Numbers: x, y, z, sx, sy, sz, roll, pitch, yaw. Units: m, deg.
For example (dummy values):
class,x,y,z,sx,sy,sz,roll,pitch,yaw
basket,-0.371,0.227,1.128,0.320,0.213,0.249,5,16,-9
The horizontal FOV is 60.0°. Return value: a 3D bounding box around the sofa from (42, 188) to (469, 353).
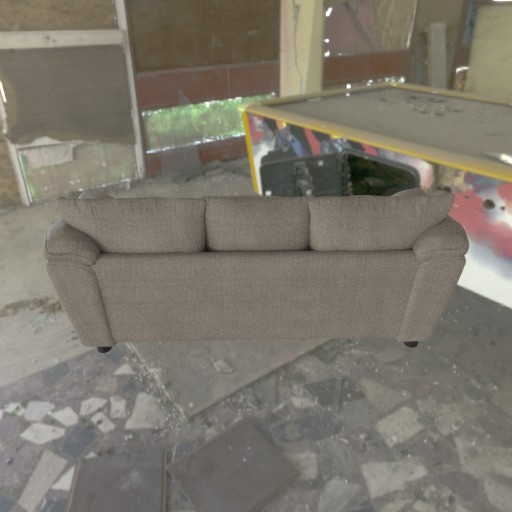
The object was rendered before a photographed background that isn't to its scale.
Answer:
class,x,y,z,sx,sy,sz,roll,pitch,yaw
sofa,0.000,0.000,2.800,2.334,0.996,0.878,-1,29,-1
